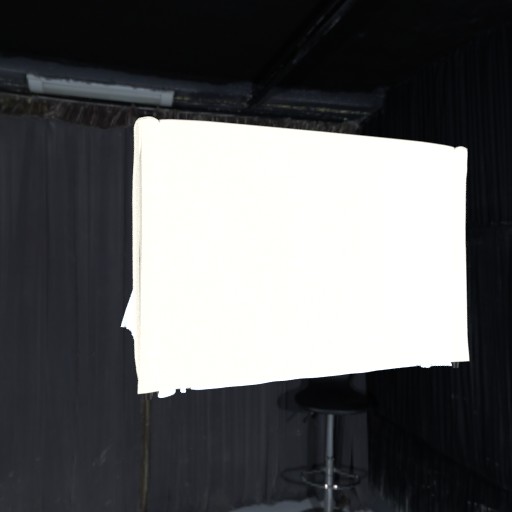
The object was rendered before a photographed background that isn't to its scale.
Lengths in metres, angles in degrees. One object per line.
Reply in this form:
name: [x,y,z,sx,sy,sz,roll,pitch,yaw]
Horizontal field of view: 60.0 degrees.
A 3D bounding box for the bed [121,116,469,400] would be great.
bed: [0.000,0.000,3.389,1.925,1.332,2.276,0,0,-19]
